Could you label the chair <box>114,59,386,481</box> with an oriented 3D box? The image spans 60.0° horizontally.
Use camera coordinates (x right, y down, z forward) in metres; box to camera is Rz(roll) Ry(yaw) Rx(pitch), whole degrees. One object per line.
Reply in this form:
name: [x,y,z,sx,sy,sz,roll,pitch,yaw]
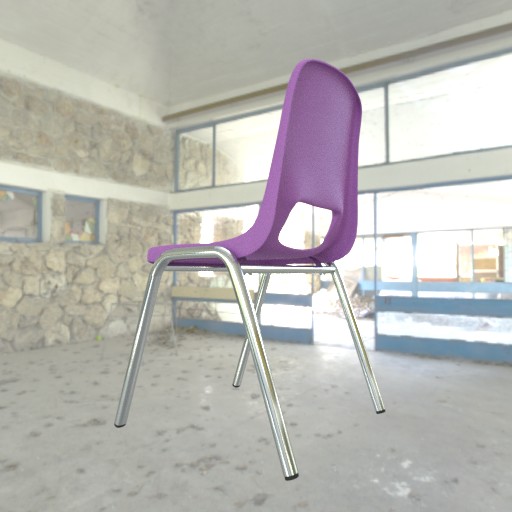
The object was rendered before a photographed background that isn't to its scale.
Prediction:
chair: [0.000,0.000,0.677,0.301,0.493,0.291,-2,-3,35]
